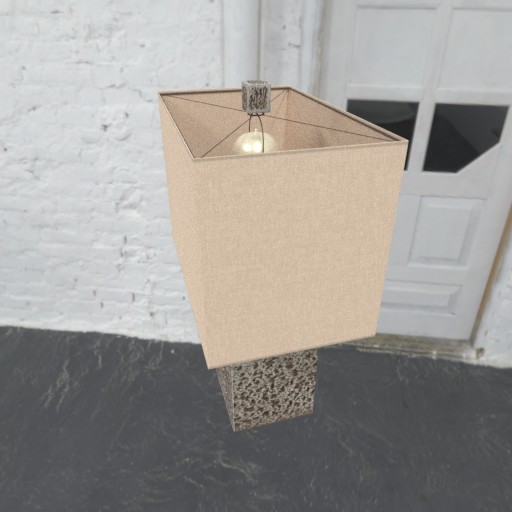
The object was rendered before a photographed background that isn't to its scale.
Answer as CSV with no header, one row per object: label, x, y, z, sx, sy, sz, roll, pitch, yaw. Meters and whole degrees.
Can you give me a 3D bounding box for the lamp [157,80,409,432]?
lamp,0.000,0.000,0.557,0.180,0.411,0.294,-8,31,-14
